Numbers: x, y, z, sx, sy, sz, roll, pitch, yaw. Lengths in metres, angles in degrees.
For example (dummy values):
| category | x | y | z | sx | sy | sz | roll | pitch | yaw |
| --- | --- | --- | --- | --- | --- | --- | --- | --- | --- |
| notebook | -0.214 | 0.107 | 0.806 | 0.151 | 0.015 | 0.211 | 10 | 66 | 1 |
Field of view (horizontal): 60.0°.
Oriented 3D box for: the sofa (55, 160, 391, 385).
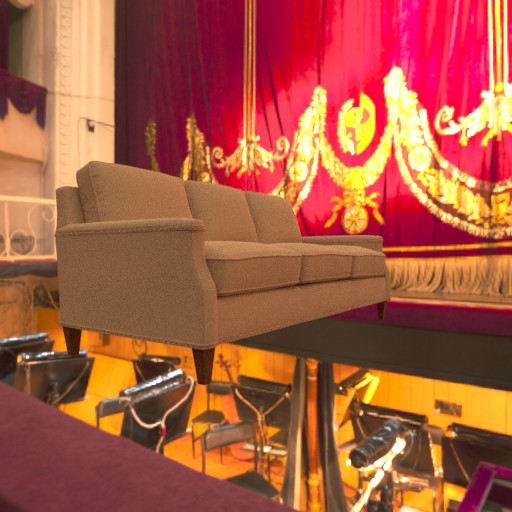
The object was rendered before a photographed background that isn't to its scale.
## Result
| category | x | y | z | sx | sy | sz | roll | pitch | yaw |
| --- | --- | --- | --- | --- | --- | --- | --- | --- | --- |
| sofa | 0.000 | 0.000 | 2.891 | 1.084 | 1.003 | 2.246 | 0 | 0 | 35 |
